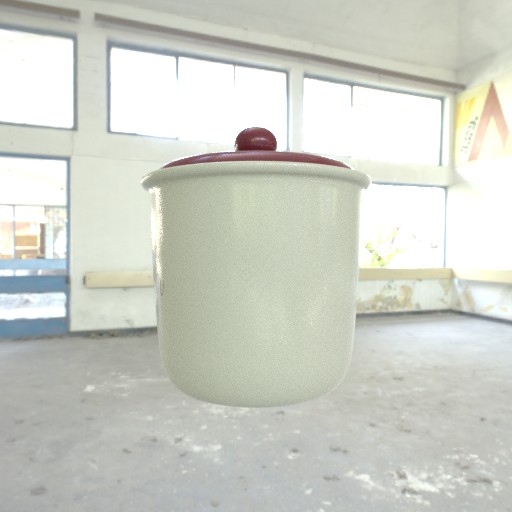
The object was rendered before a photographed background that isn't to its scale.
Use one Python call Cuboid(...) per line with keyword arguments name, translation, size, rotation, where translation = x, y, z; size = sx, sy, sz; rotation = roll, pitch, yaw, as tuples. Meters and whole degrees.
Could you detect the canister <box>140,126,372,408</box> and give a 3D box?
Cuboid(name="canister", translation=(0.000, 0.000, 0.361), size=(0.182, 0.208, 0.182), rotation=(0, 1, 0))
